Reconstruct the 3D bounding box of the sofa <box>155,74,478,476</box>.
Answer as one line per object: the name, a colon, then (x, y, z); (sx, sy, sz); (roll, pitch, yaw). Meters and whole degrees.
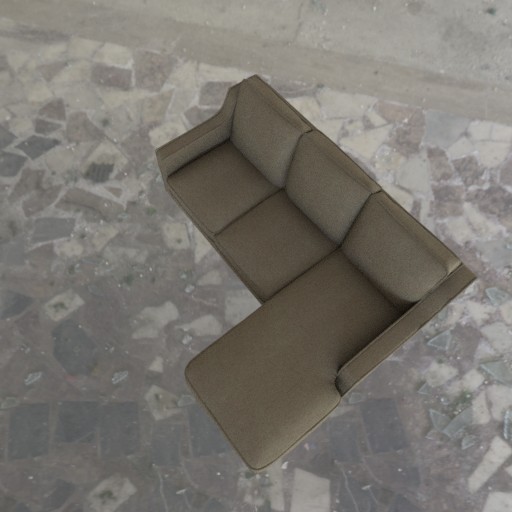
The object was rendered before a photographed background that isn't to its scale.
sofa: (0.000, 0.000, 3.251); (1.858, 1.081, 2.317); (-35, 69, -16)
